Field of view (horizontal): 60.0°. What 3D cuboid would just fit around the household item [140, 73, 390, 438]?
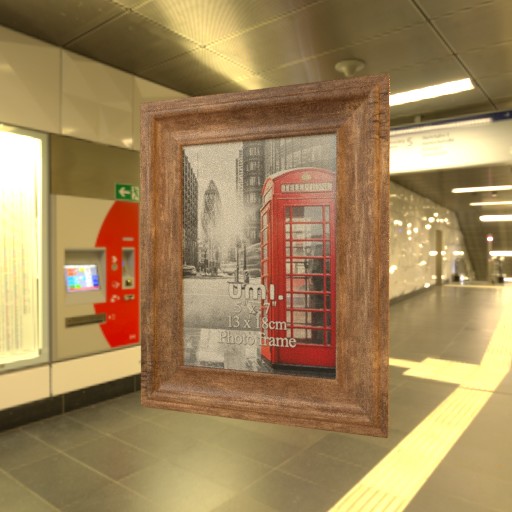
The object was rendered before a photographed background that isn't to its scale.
[{"bbox_3d":[0.000,0.000,0.323,0.186,0.237,0.018,0,1,19],"label":"household item"}]
